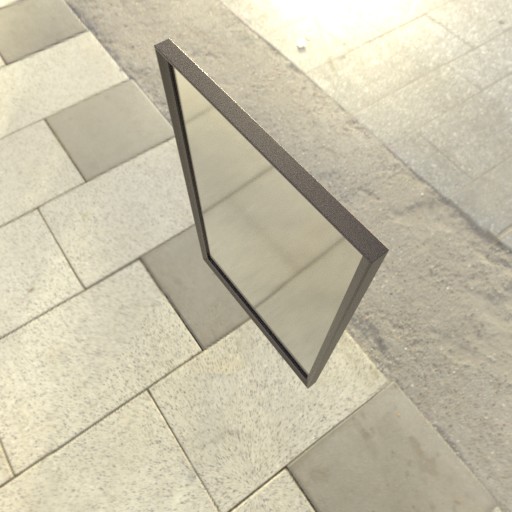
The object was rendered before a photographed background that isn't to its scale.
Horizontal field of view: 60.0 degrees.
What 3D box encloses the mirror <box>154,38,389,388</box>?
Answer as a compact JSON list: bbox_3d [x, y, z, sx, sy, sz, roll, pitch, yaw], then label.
[{"bbox_3d":[0.000,0.000,1.173,0.041,0.915,0.609,-34,67,-17],"label":"mirror"}]
